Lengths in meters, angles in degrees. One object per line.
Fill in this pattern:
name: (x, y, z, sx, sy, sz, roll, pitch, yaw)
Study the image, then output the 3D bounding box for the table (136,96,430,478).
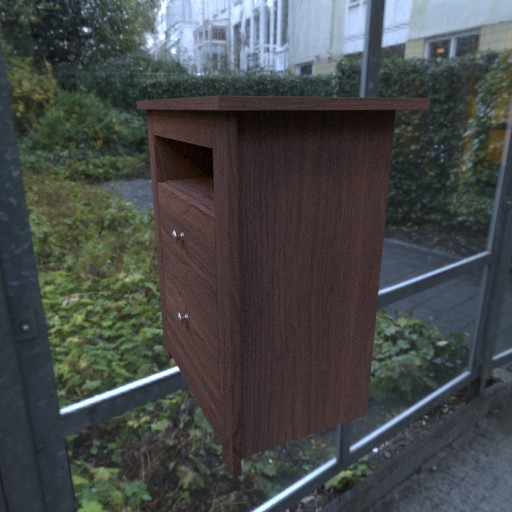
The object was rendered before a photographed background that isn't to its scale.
table: (0.000, 0.000, 1.071, 0.406, 0.711, 0.589, -9, 20, -24)
